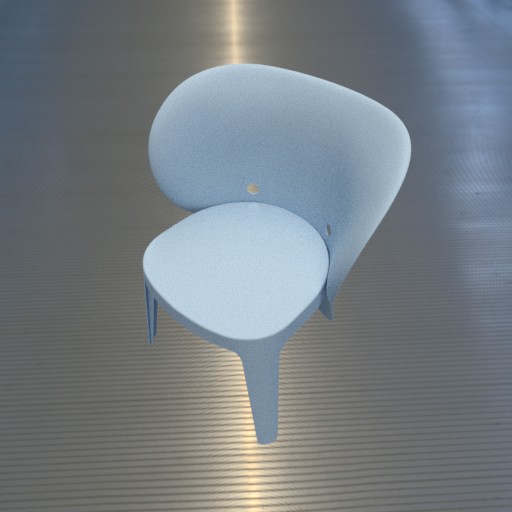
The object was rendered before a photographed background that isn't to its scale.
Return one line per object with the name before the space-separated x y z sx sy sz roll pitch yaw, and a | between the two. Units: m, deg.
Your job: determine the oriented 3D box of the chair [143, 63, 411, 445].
chair | 0.000 0.000 0.848 0.451 0.554 0.402 32 54 28
